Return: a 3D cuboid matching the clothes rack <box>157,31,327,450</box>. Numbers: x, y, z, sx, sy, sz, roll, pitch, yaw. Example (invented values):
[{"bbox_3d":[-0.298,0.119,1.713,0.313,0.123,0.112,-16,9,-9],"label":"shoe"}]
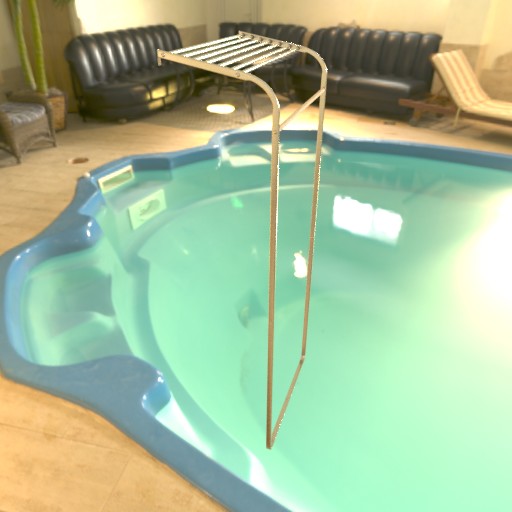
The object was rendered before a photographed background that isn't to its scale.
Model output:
[{"bbox_3d":[0.000,0.000,1.792,0.349,1.574,0.609,11,33,17],"label":"clothes rack"}]
